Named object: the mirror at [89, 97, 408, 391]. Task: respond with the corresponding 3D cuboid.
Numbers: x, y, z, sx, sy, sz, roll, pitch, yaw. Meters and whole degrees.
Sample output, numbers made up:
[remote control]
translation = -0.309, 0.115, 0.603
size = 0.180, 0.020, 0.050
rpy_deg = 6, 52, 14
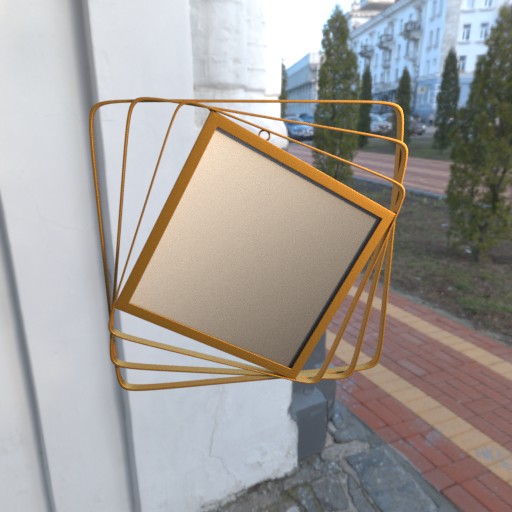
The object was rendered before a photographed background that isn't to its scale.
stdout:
[mirror]
translation = 0.000, 0.000, 0.696
size = 0.470, 0.468, 0.045
rpy_deg = -3, 18, -9
